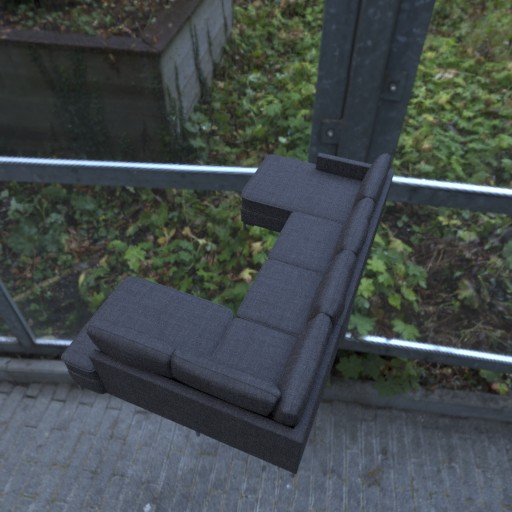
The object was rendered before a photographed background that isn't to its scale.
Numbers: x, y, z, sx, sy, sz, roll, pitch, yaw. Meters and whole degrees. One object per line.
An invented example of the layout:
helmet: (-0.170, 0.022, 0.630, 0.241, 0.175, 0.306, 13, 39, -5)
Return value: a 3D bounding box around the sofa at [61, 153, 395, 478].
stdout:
sofa: (0.000, 0.000, 4.424, 2.048, 0.999, 3.423, 17, 48, 15)
